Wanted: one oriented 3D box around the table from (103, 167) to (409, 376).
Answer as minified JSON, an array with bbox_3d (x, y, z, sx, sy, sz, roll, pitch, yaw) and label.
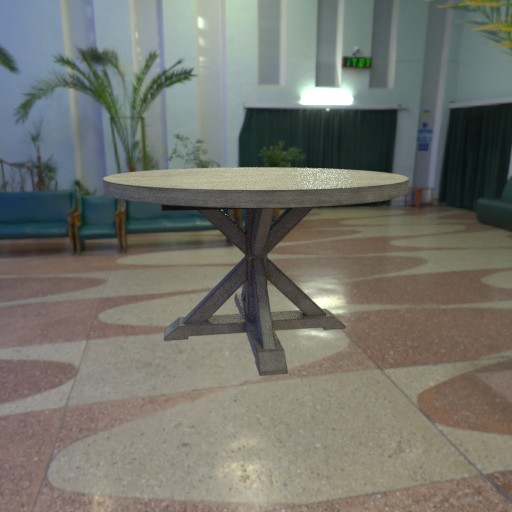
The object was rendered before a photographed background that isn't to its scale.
[{"bbox_3d":[0.000,0.000,2.171,1.363,0.781,1.363,0,14,0],"label":"table"}]
